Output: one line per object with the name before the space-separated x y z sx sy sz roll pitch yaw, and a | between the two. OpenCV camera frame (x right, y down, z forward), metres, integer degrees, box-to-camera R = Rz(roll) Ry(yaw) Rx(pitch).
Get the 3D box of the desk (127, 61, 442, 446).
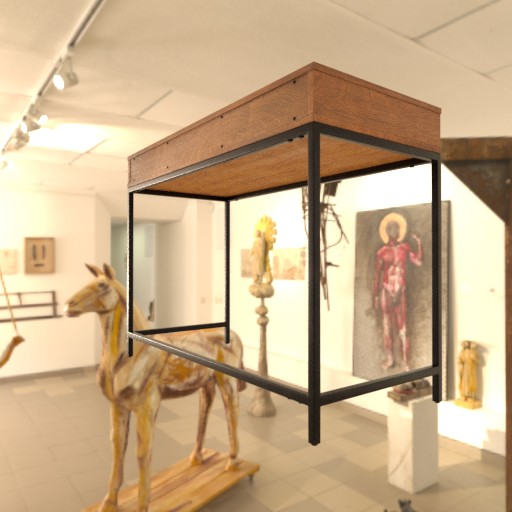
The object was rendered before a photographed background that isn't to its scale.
desk | 0.000 0.000 1.422 0.470 0.762 1.016 0 -1 -37
